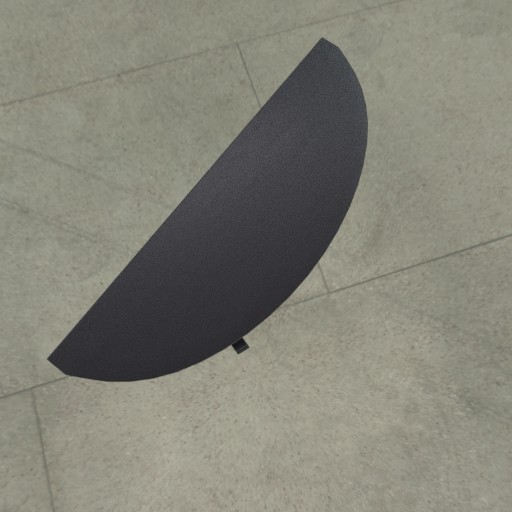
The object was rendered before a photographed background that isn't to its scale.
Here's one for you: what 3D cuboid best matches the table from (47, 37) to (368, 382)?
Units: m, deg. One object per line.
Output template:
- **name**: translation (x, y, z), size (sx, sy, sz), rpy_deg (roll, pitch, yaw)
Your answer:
- **table**: translation (0.000, 0.000, 1.523), size (0.394, 0.692, 1.198), rpy_deg (36, 78, 9)
